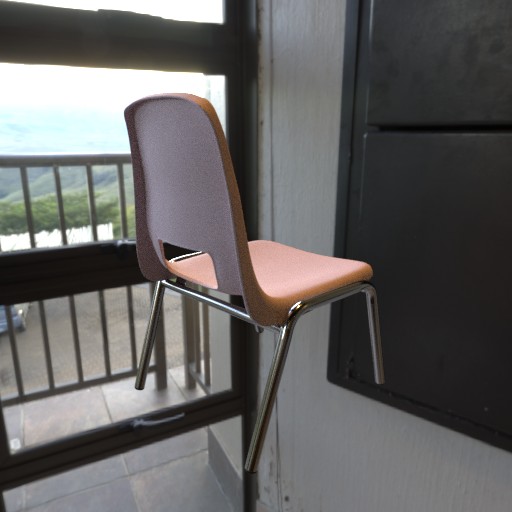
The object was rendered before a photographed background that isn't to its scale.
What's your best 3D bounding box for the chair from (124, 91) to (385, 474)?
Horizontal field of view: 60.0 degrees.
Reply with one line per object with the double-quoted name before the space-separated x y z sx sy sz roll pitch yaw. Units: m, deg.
"chair" 0.000 0.000 0.802 0.354 0.536 0.385 15 21 43
